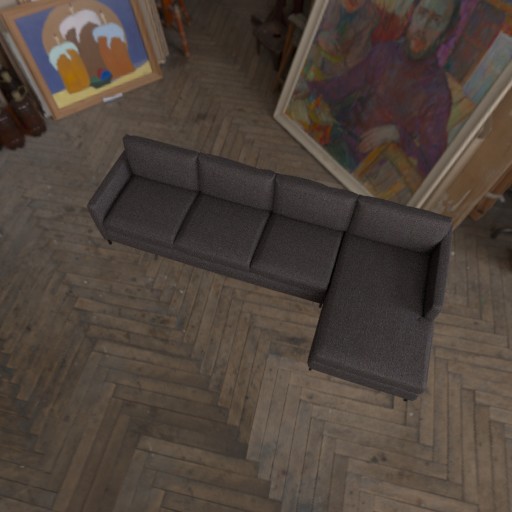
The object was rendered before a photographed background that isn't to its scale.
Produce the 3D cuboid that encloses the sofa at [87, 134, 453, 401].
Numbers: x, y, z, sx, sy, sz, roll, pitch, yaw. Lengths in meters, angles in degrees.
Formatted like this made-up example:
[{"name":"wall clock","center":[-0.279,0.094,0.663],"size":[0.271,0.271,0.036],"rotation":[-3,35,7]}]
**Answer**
[{"name":"sofa","center":[0.000,0.000,3.964],"size":[3.221,0.892,1.483],"rotation":[16,60,10]}]
